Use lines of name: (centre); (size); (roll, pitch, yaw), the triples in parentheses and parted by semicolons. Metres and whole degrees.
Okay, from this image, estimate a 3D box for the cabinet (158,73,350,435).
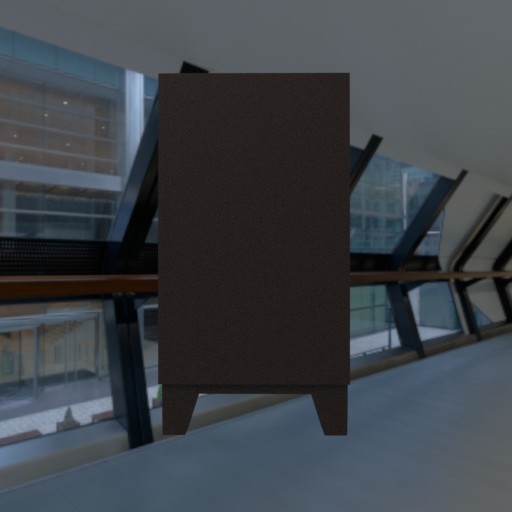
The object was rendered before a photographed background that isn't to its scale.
cabinet: (0.000, 0.000, 1.810); (0.482, 0.914, 1.396); (0, 0, 0)
